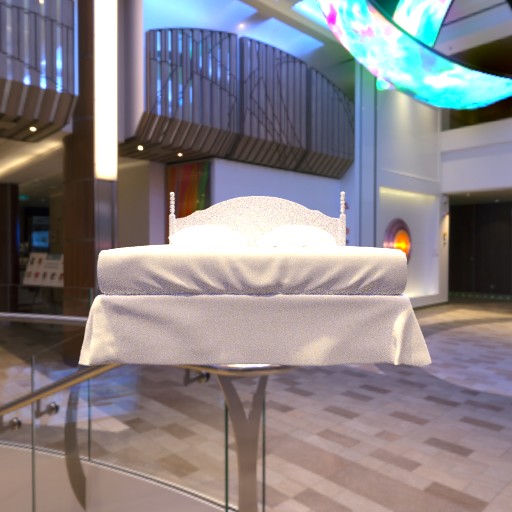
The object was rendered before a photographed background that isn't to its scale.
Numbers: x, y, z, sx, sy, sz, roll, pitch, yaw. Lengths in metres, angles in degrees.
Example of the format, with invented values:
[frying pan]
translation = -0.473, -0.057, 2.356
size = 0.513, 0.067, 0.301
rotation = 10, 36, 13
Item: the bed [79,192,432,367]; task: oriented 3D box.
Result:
[bed]
translation = 0.000, 0.000, 3.770
size = 2.322, 1.355, 2.219
rotation = 0, 1, 1
